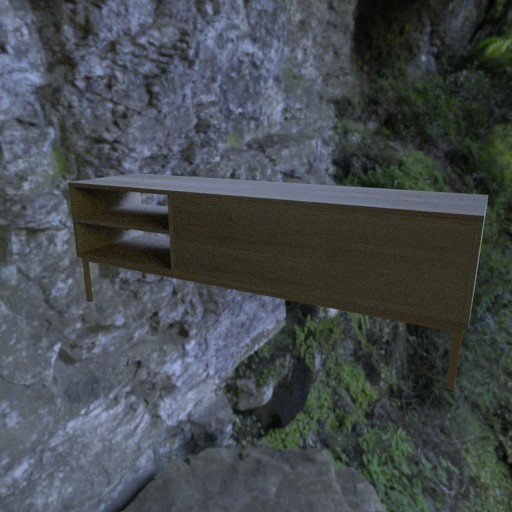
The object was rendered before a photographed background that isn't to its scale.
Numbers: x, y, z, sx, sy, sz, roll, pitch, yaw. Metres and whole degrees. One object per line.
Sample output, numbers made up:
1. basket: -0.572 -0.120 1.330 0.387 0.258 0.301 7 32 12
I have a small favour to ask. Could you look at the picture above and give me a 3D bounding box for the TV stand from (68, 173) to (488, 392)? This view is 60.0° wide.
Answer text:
1. TV stand: 0.000 0.000 1.795 1.600 0.550 0.420 8 18 27
